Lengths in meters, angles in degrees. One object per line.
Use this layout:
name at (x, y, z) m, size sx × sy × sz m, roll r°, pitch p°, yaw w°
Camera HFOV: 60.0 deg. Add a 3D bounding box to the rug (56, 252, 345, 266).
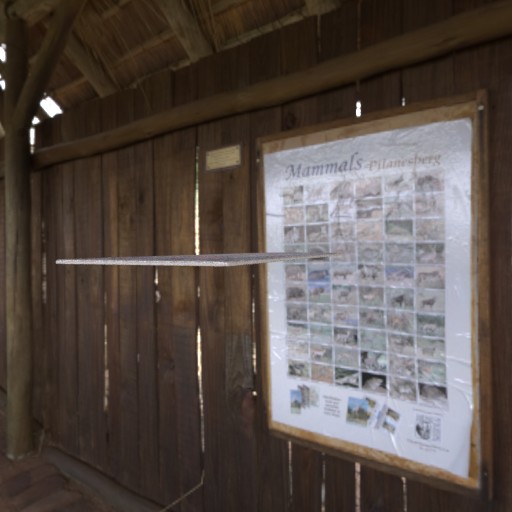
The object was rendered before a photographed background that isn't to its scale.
rug at (0.000, 0.000, 2.508) m, size 0.659 × 0.019 × 2.297 m, roll 0°, pitch 1°, yaw 20°
